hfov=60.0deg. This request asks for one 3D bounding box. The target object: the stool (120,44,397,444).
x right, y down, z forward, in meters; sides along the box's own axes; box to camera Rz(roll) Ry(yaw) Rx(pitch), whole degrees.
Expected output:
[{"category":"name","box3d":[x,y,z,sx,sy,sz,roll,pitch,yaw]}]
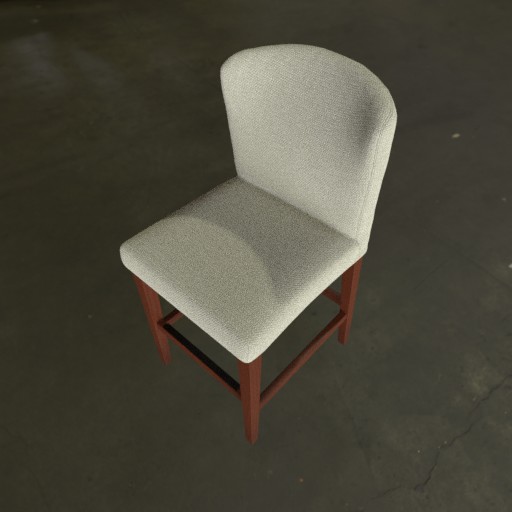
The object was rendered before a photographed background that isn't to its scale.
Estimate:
[{"category":"stool","box3d":[0.000,0.000,1.247,0.481,0.969,0.568,33,54,28]}]
